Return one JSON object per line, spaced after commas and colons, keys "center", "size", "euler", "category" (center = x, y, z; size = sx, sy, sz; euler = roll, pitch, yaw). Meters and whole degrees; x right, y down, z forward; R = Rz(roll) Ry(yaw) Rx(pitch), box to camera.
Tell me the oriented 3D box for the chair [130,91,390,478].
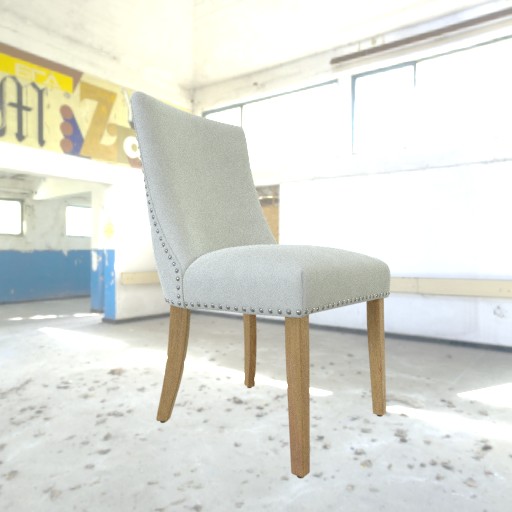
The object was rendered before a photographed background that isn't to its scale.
{"center": [0.000, 0.000, 1.244], "size": [0.610, 0.902, 0.495], "euler": [1, 1, 37], "category": "chair"}
